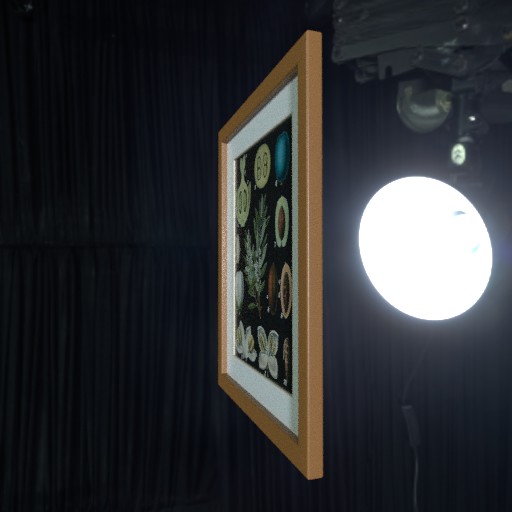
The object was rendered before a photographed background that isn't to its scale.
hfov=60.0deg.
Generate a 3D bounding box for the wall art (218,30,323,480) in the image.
[{"bbox_3d":[0.000,0.000,0.521,0.015,0.379,0.310,0,-1,-19],"label":"wall art"}]
